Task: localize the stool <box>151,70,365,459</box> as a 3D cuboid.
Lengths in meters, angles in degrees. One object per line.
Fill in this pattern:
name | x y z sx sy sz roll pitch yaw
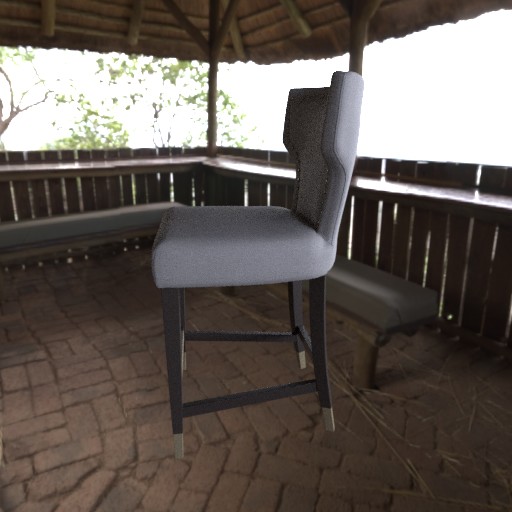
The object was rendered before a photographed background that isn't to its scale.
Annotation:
stool | 0.000 0.000 1.321 0.563 0.982 0.527 -2 16 -7
